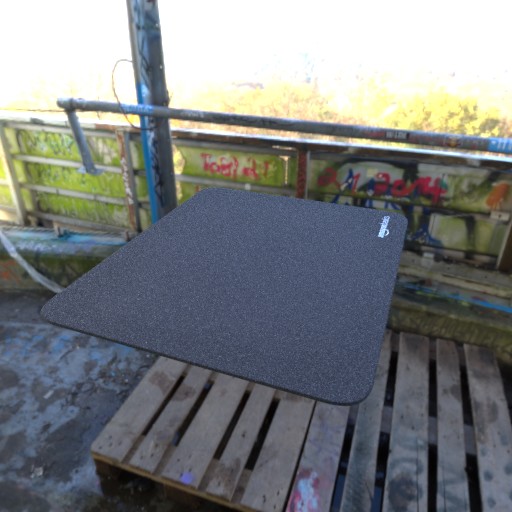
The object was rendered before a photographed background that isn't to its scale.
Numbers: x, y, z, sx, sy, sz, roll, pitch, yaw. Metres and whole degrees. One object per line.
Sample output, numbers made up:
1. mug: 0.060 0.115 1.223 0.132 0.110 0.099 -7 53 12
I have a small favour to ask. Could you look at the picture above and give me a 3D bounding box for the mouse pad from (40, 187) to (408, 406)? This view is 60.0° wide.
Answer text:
1. mouse pad: 0.000 0.000 0.346 0.211 0.002 0.249 11 31 18
